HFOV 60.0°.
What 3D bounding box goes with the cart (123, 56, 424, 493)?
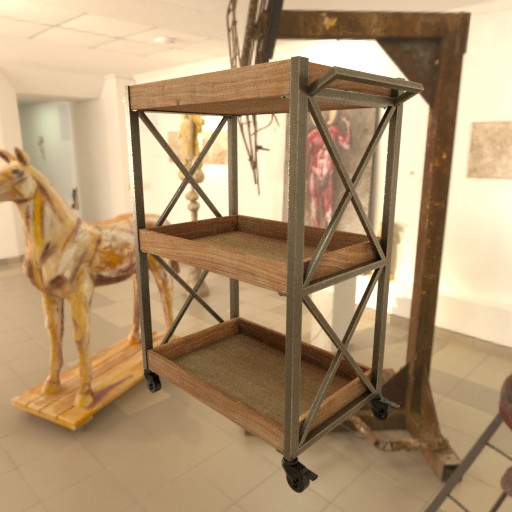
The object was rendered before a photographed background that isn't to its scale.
[{"bbox_3d":[0.000,0.000,1.137,0.673,0.835,0.377,14,20,43],"label":"cart"}]
